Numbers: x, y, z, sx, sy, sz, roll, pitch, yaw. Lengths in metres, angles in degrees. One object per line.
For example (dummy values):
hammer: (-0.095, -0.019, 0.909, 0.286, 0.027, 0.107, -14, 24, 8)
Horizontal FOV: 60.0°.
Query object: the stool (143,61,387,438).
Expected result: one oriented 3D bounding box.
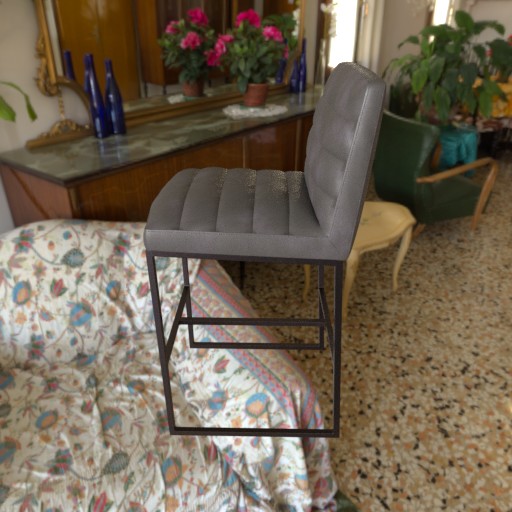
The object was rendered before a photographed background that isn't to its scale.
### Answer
stool: (0.000, 0.000, 1.343, 0.562, 1.065, 0.463, 1, 28, 1)
